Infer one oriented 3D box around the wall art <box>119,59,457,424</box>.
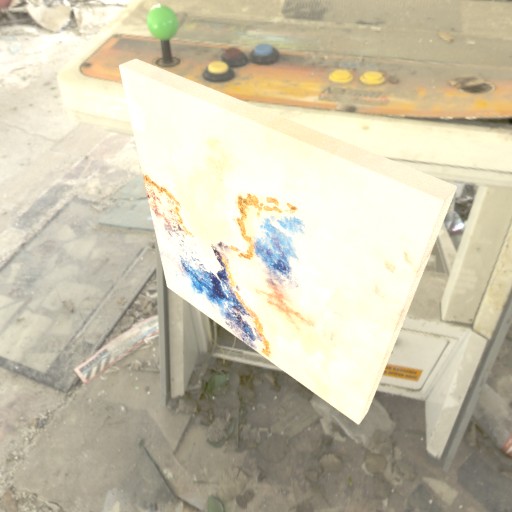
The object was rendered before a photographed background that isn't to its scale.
[{"bbox_3d":[0.000,0.000,1.540,1.061,1.061,0.071,31,53,27],"label":"wall art"}]
